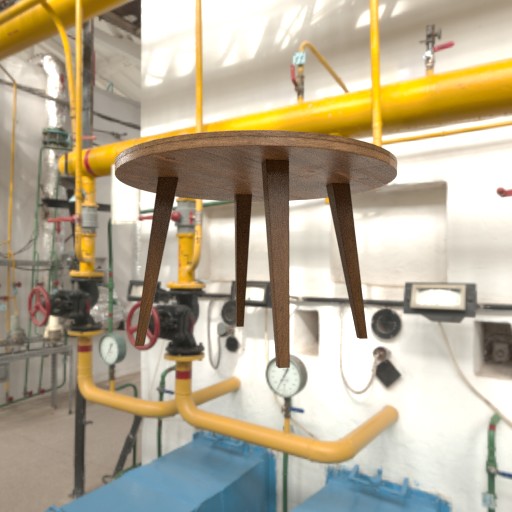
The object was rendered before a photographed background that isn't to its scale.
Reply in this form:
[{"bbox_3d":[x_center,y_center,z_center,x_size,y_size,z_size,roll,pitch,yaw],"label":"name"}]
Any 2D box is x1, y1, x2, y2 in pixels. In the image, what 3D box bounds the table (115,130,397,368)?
[{"bbox_3d":[0.000,0.000,1.989,1.213,0.764,1.213,0,-1,0],"label":"table"}]
